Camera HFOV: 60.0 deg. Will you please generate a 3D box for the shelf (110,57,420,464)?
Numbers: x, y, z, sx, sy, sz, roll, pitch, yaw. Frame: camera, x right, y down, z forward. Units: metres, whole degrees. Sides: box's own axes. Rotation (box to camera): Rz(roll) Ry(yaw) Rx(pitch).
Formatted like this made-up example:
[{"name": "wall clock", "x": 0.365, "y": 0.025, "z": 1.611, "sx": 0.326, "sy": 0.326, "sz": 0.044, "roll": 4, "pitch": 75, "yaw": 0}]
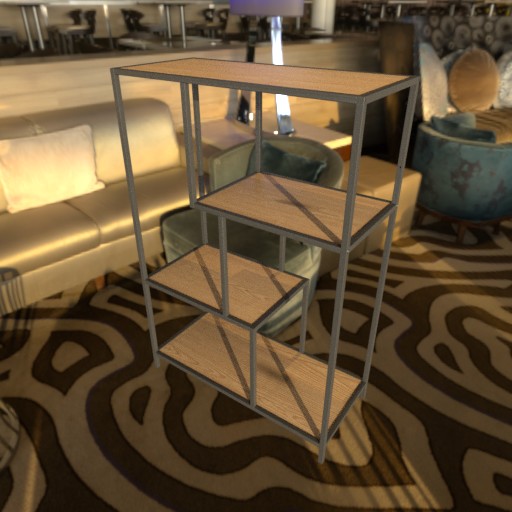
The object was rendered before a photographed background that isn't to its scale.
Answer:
[{"name": "shelf", "x": 0.000, "y": 0.000, "z": 1.472, "sx": 0.770, "sy": 1.138, "sz": 0.350, "roll": 19, "pitch": 35, "yaw": 30}]
